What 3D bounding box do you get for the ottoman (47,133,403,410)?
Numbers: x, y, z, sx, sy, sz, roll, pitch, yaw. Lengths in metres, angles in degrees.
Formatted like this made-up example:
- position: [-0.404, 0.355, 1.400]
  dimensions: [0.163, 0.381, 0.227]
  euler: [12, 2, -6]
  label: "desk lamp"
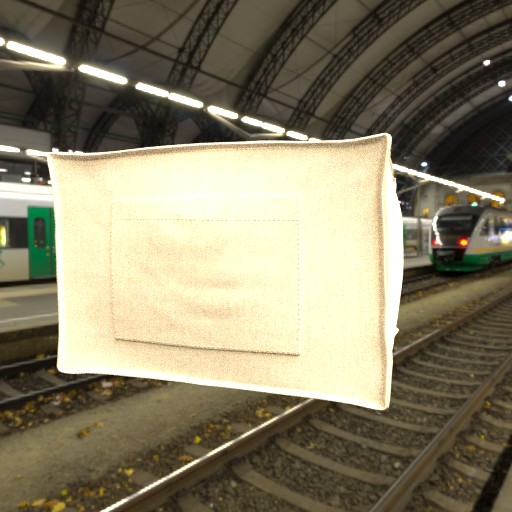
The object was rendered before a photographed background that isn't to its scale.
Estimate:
- position: [0.000, 0.000, 1.120]
  dimensions: [0.707, 0.470, 0.696]
  euler: [1, 3, 18]
  label: "ottoman"
